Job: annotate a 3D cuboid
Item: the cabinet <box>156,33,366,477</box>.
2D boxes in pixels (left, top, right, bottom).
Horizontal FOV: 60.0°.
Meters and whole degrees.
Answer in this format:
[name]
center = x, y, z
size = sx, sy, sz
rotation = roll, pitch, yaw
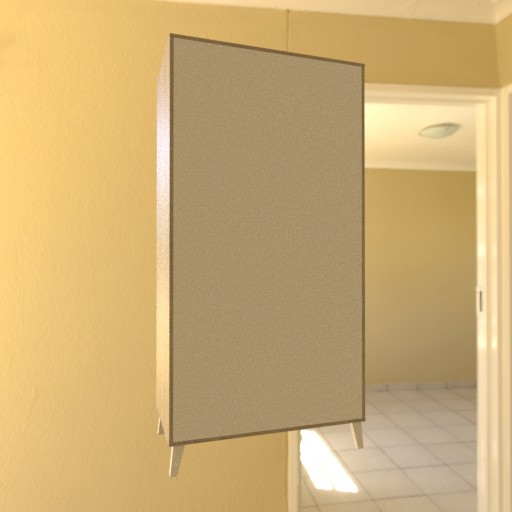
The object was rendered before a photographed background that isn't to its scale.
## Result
[cabinet]
center = 0.000, 0.000, 2.414
size = 1.006, 1.999, 0.571
rotation = 0, -1, -18
